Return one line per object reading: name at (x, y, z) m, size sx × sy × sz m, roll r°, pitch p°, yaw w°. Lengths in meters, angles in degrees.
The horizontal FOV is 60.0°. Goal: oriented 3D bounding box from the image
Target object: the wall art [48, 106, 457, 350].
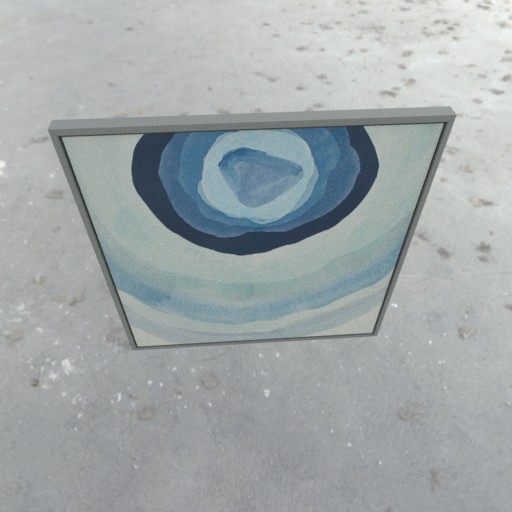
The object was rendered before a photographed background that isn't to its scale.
wall art at (0.000, 0.000, 1.180) m, size 0.809 × 0.807 × 0.038 m, roll -3°, pitch 47°, yaw -3°
